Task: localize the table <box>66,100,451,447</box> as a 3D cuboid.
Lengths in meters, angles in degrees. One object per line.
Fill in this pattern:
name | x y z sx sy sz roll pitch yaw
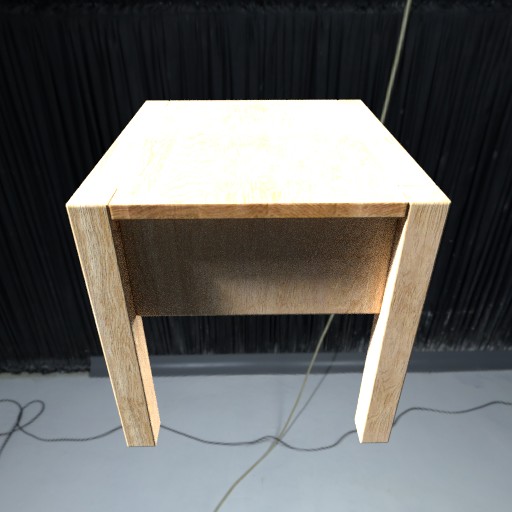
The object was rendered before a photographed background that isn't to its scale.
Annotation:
table | 0.000 0.000 0.826 0.440 0.450 0.480 -1 33 -1
